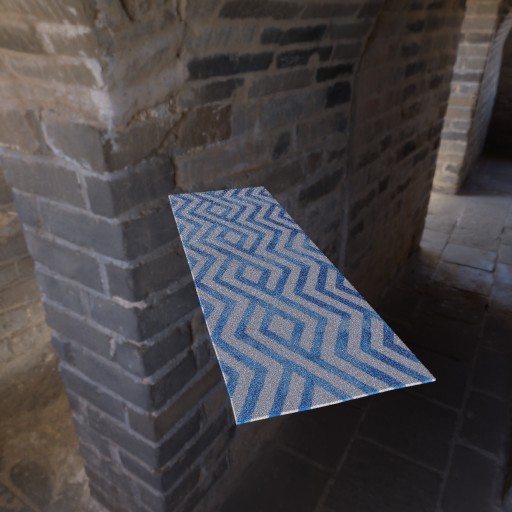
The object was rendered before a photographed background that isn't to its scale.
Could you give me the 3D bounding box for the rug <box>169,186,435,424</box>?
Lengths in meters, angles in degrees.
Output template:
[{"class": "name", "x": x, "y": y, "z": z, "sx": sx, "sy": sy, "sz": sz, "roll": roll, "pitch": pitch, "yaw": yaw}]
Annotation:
[{"class": "rug", "x": 0.000, "y": 0.000, "z": 1.662, "sx": 0.503, "sy": 0.007, "sz": 1.492, "roll": -7, "pitch": 29, "yaw": -14}]
